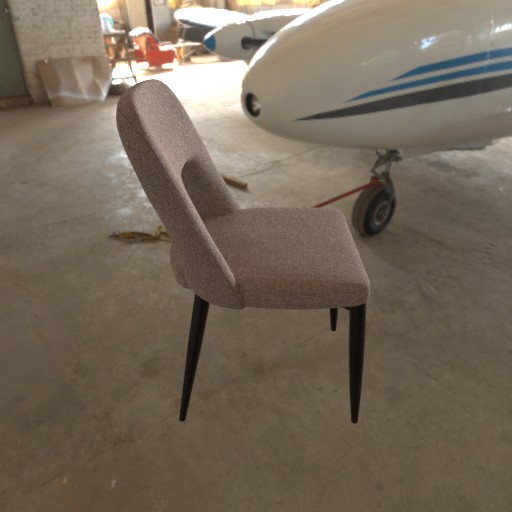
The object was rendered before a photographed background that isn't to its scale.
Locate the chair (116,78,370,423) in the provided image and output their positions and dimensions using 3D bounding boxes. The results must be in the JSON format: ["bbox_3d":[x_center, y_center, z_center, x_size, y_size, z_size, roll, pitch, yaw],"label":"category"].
[{"bbox_3d":[0.000,0.000,1.273,0.612,0.931,0.470,0,31,0],"label":"chair"}]
